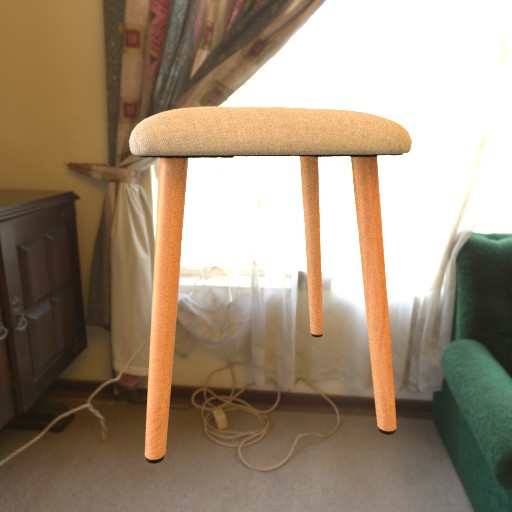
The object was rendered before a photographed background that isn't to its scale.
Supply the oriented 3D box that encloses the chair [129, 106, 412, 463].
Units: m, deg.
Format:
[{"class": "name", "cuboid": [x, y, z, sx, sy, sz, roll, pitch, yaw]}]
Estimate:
[{"class": "chair", "cuboid": [0.000, 0.000, 0.699, 0.350, 0.440, 0.350, -3, 15, -10]}]
